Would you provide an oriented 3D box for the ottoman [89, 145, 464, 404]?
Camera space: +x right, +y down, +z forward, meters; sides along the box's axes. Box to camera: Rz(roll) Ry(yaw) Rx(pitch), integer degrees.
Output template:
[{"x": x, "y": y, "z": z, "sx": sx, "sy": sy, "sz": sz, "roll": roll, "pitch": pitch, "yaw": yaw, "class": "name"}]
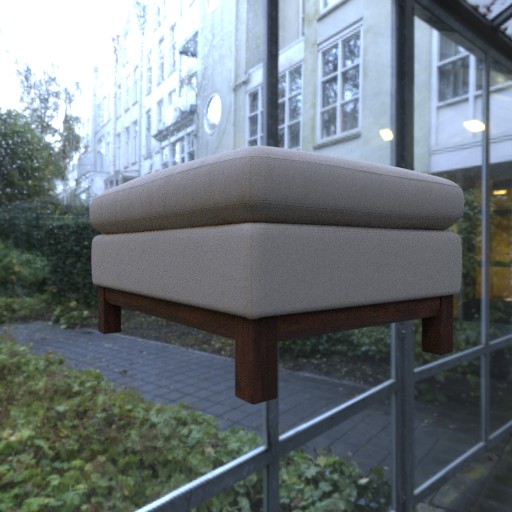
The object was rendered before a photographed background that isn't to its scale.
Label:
[{"x": 0.000, "y": 0.000, "z": 1.090, "sx": 0.606, "sy": 0.420, "sz": 0.771, "roll": -1, "pitch": 1, "yaw": -37, "class": "ottoman"}]
